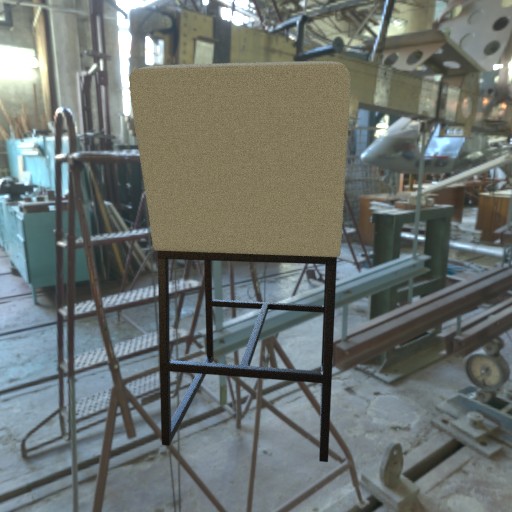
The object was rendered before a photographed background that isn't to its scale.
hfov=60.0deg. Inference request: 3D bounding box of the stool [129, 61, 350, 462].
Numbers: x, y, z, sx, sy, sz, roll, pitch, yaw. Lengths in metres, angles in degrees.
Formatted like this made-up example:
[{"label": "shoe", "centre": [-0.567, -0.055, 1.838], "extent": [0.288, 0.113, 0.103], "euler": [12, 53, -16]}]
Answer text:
[{"label": "stool", "centre": [0.000, 0.000, 1.254], "extent": [0.460, 0.940, 0.560], "euler": [2, 15, 8]}]
